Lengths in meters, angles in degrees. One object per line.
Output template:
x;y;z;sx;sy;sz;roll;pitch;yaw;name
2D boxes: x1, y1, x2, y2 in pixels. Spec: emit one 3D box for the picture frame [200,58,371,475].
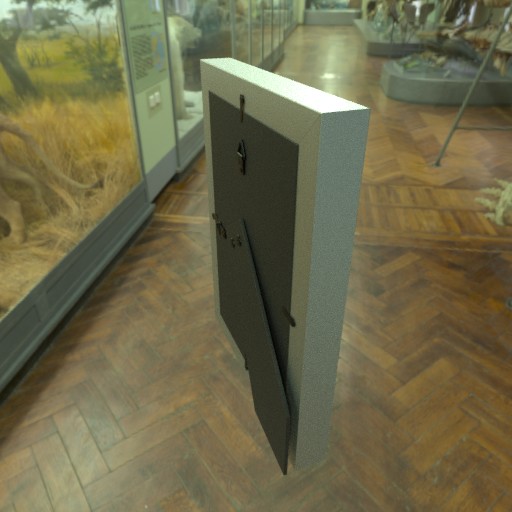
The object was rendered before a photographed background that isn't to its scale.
0.000;0.000;0.275;0.028;0.208;0.157;-12;33;-19;picture frame
